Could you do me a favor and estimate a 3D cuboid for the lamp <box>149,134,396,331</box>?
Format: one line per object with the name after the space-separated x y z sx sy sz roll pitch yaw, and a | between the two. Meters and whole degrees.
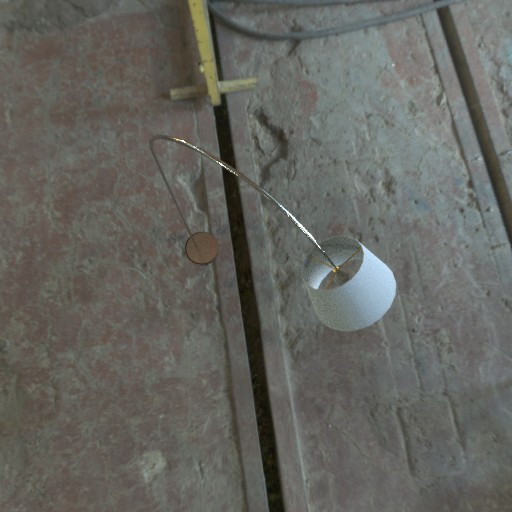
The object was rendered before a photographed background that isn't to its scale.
0.000 0.000 2.730 1.445 2.098 0.406 35 78 9 | lamp
